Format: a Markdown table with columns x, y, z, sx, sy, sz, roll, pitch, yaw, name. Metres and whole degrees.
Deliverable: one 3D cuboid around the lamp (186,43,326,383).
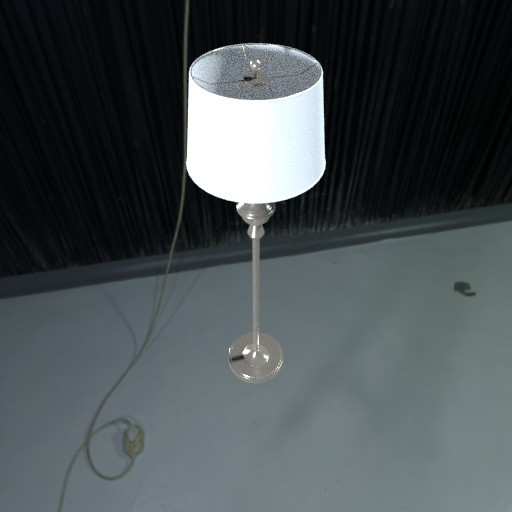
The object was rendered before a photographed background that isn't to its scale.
| x | y | z | sx | sy | sz | roll | pitch | yaw | name |
| --- | --- | --- | --- | --- | --- | --- | --- | --- | --- |
| 0.000 | 0.000 | 1.696 | 0.431 | 1.488 | 0.431 | 0 | 46 | 0 | lamp |
